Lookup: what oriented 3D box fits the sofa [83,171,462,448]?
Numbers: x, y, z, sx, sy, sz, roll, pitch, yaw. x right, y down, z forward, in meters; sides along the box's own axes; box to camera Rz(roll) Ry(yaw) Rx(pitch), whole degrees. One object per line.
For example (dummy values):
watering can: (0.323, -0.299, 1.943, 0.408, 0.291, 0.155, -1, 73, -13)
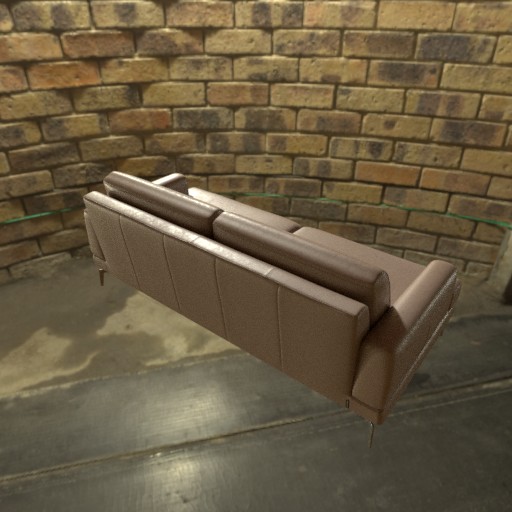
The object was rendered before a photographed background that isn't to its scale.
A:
sofa: (0.000, 0.000, 2.422, 1.940, 0.765, 0.974, 23, 38, 32)
